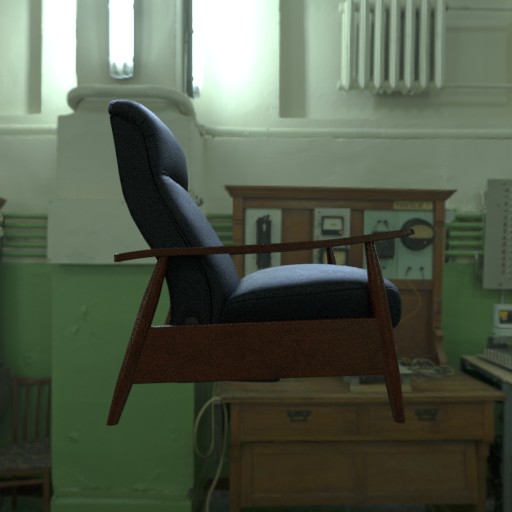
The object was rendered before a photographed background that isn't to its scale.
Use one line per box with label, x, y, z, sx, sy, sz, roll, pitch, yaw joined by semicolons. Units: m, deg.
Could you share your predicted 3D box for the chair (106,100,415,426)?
chair;0.000;0.000;1.790;1.014;1.082;0.762;0;0;-1
